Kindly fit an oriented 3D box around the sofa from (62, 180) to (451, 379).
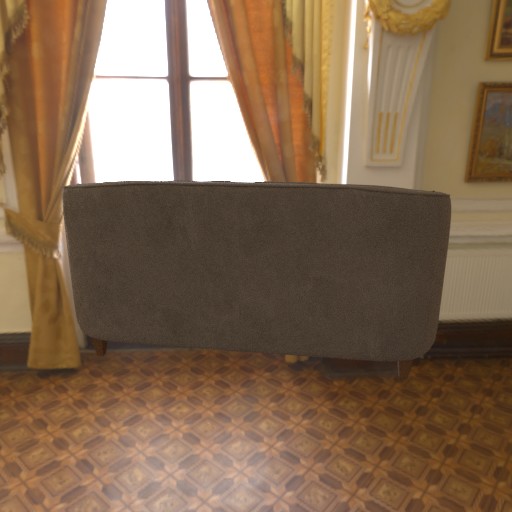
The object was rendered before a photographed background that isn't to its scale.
[{"bbox_3d":[0.000,0.000,2.275,1.733,0.855,0.941,2,17,8],"label":"sofa"}]
